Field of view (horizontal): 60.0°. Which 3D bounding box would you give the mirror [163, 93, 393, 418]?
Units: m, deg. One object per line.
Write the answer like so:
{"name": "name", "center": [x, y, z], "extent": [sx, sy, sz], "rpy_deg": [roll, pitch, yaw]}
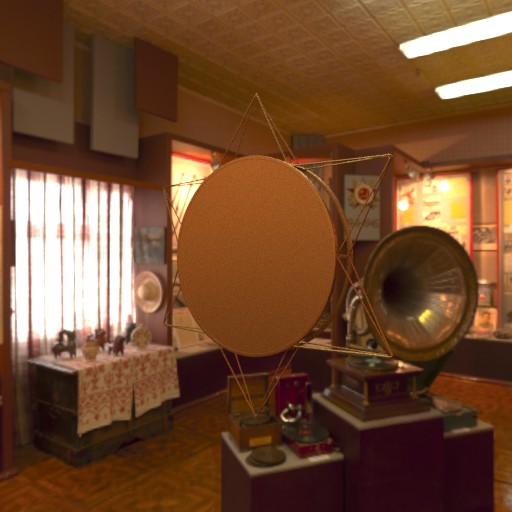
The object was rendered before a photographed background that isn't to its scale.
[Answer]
{"name": "mirror", "center": [0.000, 0.000, 0.792], "extent": [0.498, 0.581, 0.062], "rpy_deg": [0, 0, 37]}
